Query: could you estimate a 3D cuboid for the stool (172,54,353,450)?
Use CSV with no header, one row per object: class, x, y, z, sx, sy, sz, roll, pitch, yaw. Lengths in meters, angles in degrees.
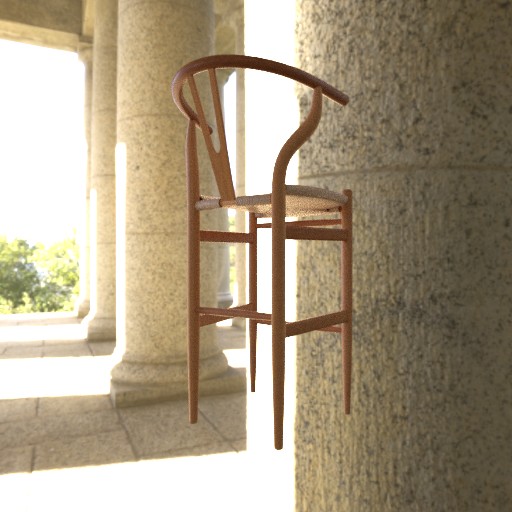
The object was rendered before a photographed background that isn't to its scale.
stool,0.000,0.000,1.419,0.574,1.068,0.561,0,0,36
